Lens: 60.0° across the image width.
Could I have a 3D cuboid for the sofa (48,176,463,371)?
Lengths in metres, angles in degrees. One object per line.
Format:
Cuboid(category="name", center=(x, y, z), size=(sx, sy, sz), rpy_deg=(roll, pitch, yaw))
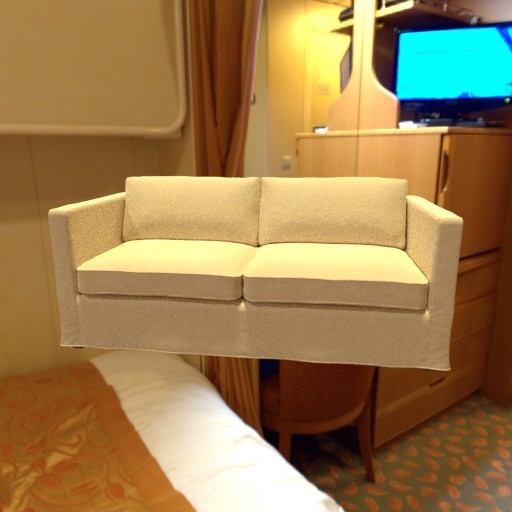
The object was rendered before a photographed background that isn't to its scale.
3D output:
Cuboid(category="sofa", center=(0.000, 0.000, 2.552), size=(1.987, 0.870, 0.940), rpy_deg=(2, 14, 8))
